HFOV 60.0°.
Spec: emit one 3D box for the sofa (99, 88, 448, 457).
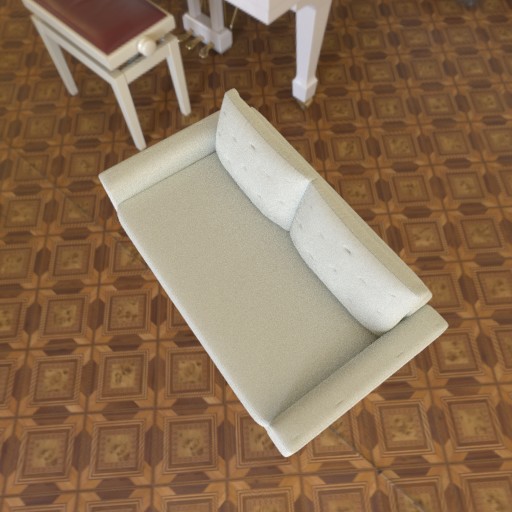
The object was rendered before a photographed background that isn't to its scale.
[{"bbox_3d":[0.000,0.000,2.216,0.920,0.790,1.650,-33,68,-15],"label":"sofa"}]
